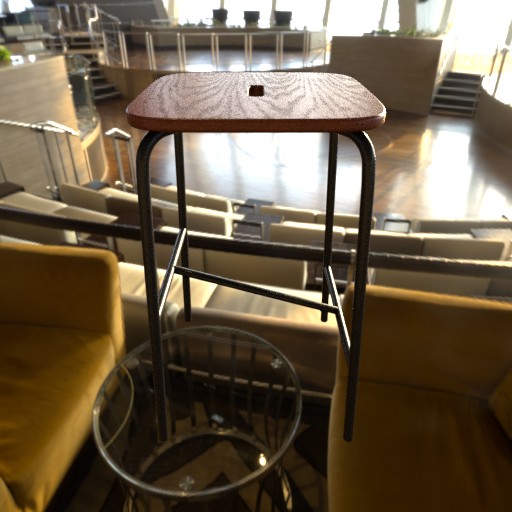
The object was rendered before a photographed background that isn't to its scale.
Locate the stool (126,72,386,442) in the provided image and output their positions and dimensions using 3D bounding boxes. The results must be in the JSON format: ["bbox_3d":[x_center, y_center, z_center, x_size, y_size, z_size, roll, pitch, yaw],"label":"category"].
[{"bbox_3d":[0.000,0.000,0.857,0.376,0.610,0.376,0,31,0],"label":"stool"}]
